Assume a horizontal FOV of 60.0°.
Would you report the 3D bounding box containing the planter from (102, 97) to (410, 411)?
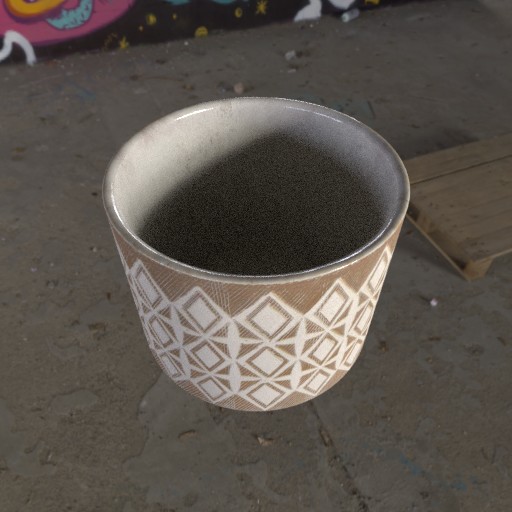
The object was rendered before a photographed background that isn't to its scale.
[{"bbox_3d":[0.000,0.000,0.345,0.193,0.165,0.193,0,46,0],"label":"planter"}]
